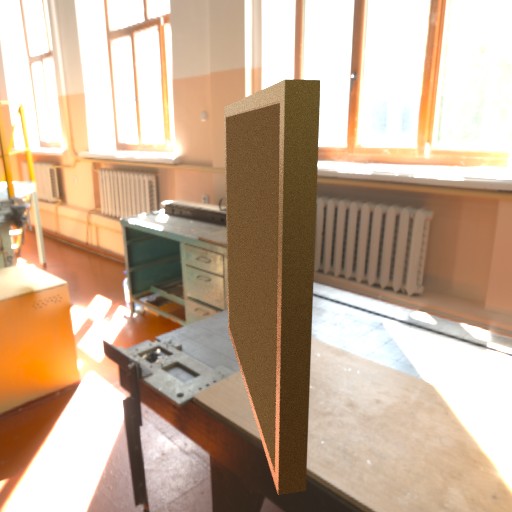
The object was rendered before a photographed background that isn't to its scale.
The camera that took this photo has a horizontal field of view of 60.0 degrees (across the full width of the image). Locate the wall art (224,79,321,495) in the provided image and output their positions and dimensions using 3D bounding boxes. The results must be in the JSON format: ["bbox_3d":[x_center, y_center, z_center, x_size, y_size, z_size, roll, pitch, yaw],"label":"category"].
[{"bbox_3d":[0.000,0.000,1.909,0.095,1.284,1.284,-3,16,-10],"label":"wall art"}]
